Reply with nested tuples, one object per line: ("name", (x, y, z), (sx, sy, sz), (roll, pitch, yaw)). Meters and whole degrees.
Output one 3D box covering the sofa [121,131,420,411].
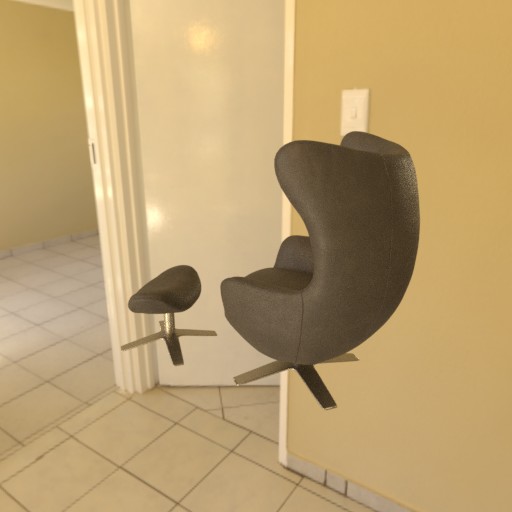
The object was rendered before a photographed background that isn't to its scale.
("sofa", (0.000, 0.000, 2.124), (1.444, 1.135, 0.894), (8, 20, 24))
